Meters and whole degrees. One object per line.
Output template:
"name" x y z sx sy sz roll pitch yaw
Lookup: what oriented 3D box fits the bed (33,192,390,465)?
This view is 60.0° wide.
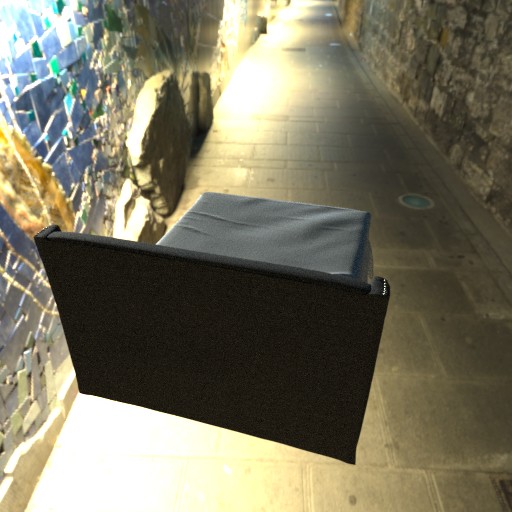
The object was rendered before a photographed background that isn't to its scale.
"bed" 0.000 0.000 3.454 1.925 1.332 2.276 9 34 14
